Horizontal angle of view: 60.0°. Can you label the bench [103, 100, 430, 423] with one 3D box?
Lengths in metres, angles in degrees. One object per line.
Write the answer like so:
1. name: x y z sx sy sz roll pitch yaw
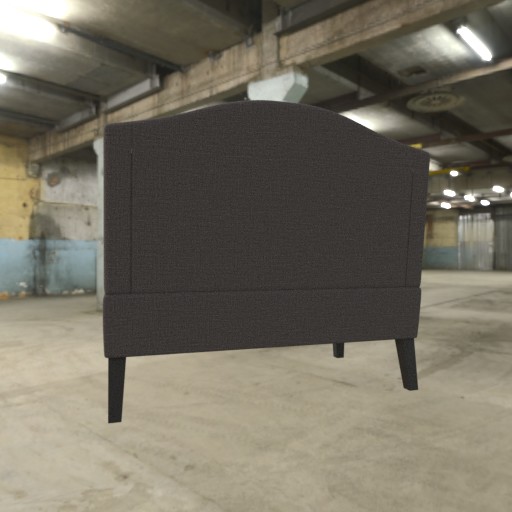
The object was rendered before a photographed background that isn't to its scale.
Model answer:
1. bench: 0.000 0.000 2.059 1.335 1.180 0.815 0 0 -18
